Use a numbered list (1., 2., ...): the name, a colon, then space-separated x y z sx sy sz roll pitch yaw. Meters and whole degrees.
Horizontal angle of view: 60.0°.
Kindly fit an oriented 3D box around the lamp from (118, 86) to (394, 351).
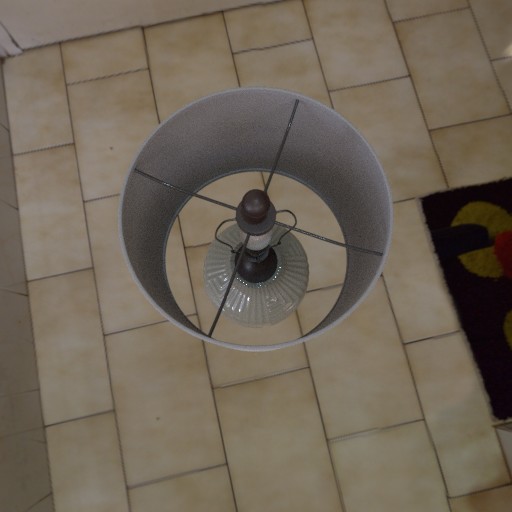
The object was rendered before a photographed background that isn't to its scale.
1. lamp: 0.000 0.000 0.753 0.318 0.567 0.318 0 77 0
